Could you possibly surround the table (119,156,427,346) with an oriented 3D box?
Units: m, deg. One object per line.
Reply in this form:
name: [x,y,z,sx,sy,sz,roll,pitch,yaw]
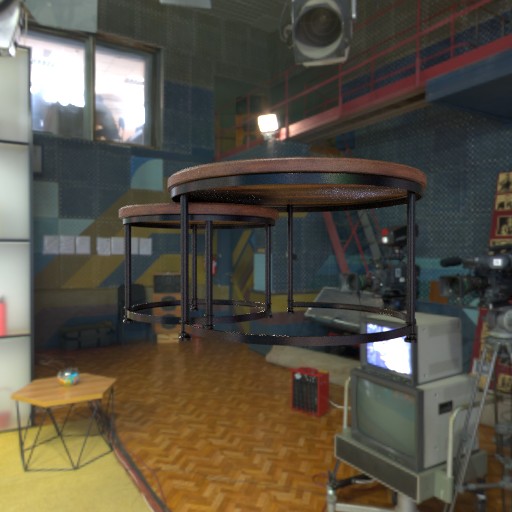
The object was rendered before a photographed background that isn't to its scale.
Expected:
table: [0.000,0.000,1.605,1.152,0.516,0.870,0,1,19]
